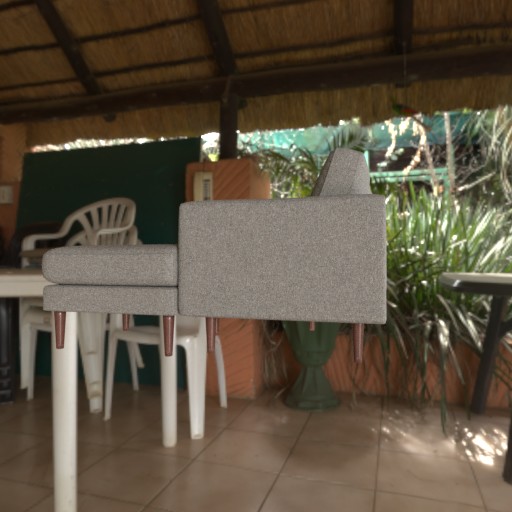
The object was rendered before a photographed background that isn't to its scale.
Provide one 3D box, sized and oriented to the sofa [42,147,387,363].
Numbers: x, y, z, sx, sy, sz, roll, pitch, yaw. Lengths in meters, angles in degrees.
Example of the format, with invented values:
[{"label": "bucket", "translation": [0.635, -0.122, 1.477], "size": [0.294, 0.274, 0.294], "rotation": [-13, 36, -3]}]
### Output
[{"label": "sofa", "translation": [0.000, 0.000, 2.952], "size": [1.667, 0.957, 2.055], "rotation": [0, 0, 16]}]
